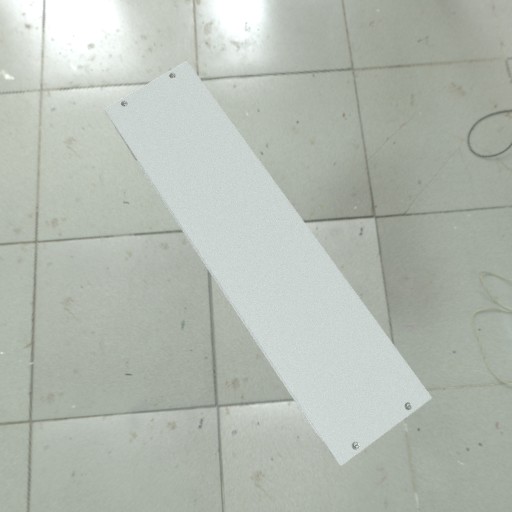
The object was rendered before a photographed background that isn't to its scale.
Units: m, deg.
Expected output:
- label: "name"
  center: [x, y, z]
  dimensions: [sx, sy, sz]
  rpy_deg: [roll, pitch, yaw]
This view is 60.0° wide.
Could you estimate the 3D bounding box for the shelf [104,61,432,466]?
- label: "shelf"
  center: [0.000, 0.000, 0.713]
  dimensions: [0.150, 0.170, 0.610]
  rpy_deg: [-33, 79, -7]
